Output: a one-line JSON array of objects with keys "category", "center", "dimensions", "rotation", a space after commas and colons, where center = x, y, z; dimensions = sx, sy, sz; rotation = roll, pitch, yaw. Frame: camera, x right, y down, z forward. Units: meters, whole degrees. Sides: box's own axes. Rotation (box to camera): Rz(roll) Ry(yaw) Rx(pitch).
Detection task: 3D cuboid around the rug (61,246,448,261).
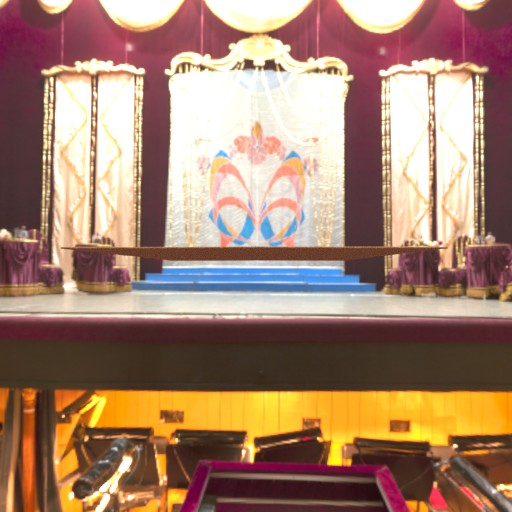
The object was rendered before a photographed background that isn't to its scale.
[{"category": "rug", "center": [0.000, 0.000, 2.774], "dimensions": [1.524, 0.013, 2.135], "rotation": [0, -2, 1]}]
